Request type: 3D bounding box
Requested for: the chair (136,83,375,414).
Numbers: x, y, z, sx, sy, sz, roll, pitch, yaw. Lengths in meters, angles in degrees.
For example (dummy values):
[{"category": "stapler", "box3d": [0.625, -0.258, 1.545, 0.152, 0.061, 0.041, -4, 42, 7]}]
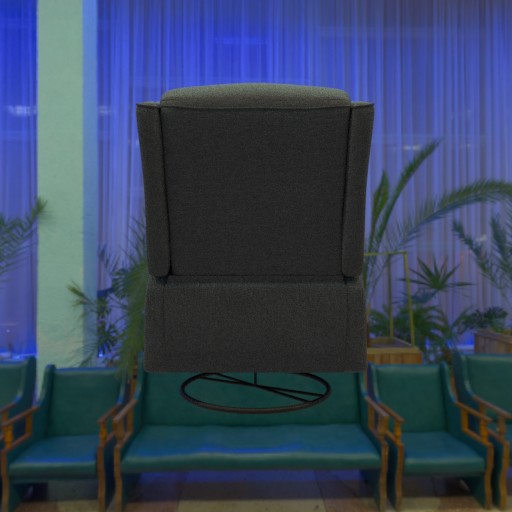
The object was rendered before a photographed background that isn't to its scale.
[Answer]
[{"category": "chair", "box3d": [0.000, 0.000, 1.696, 0.847, 1.011, 0.969, 0, -1, 0]}]
